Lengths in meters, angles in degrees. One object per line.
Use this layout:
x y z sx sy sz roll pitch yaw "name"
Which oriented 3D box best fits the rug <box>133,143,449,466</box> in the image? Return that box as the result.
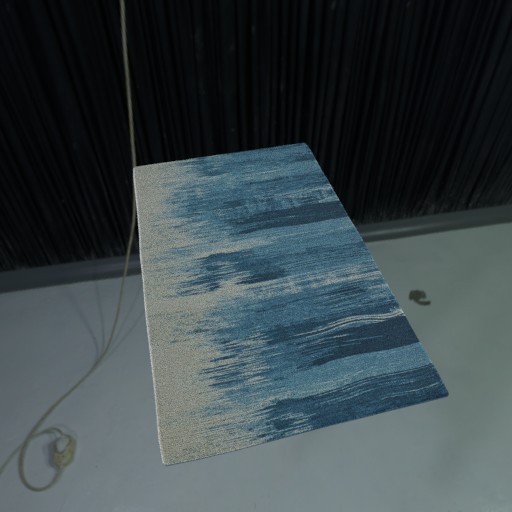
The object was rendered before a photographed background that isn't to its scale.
0.000 0.000 3.027 1.540 0.027 2.450 -10 48 -9 "rug"
